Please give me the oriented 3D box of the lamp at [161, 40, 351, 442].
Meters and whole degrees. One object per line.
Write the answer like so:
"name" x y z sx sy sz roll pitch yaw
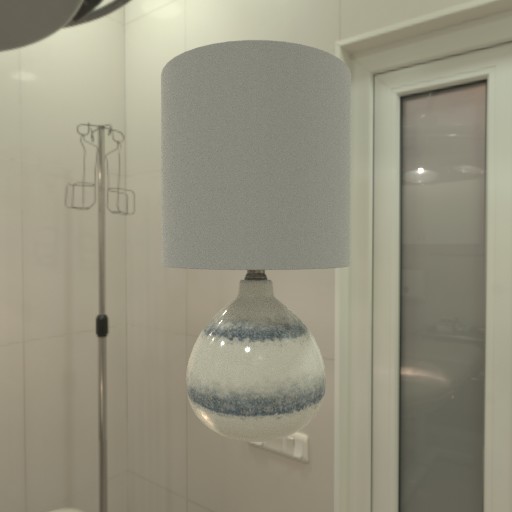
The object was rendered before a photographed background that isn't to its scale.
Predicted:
"lamp" 0.000 0.000 0.521 0.216 0.404 0.216 1 2 37
